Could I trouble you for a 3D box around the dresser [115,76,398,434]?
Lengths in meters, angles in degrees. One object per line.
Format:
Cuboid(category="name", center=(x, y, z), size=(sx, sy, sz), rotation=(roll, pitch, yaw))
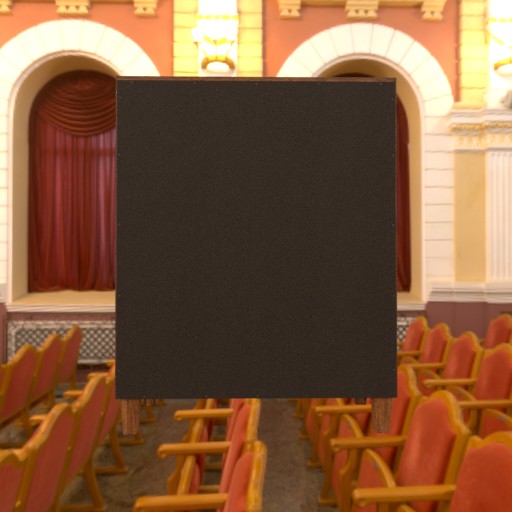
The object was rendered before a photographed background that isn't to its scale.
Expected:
Cuboid(category="dresser", center=(0.000, 0.000, 1.896), size=(1.067, 1.359, 0.438), rotation=(0, -1, -1))
